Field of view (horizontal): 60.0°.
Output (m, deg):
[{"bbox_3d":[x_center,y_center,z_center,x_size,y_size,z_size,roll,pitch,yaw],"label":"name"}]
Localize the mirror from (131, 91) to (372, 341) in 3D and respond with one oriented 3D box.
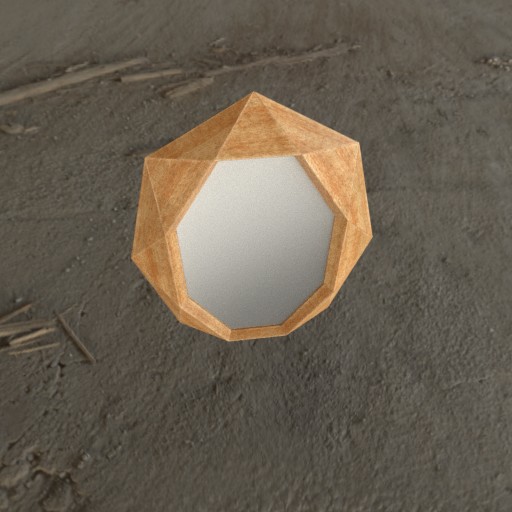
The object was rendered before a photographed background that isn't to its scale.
[{"bbox_3d":[0.000,0.000,1.035,0.577,0.774,0.070,-5,46,-5],"label":"mirror"}]
